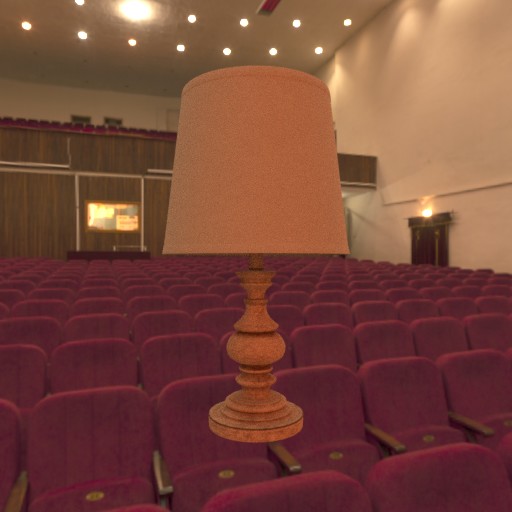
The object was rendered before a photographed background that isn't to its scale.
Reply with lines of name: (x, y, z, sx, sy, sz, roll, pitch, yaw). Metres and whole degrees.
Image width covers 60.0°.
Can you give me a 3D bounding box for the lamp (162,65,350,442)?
lamp: (0.000, 0.000, 0.659, 0.273, 0.497, 0.273, 0, -1, 0)
